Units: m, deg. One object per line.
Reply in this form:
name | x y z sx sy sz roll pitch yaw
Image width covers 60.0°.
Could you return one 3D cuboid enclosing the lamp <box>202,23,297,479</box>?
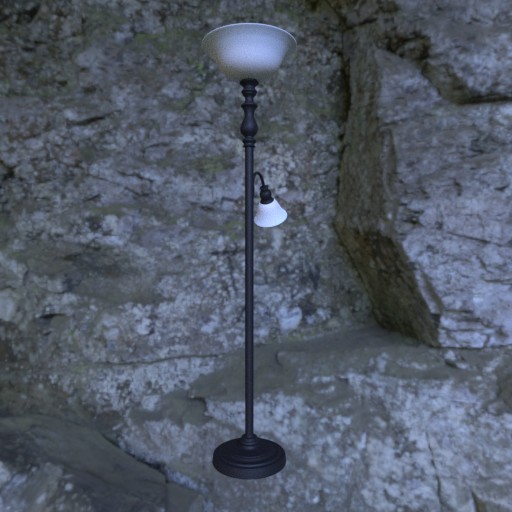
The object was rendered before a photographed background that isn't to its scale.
lamp | 0.000 0.000 2.000 0.405 1.793 0.588 0 1 18
